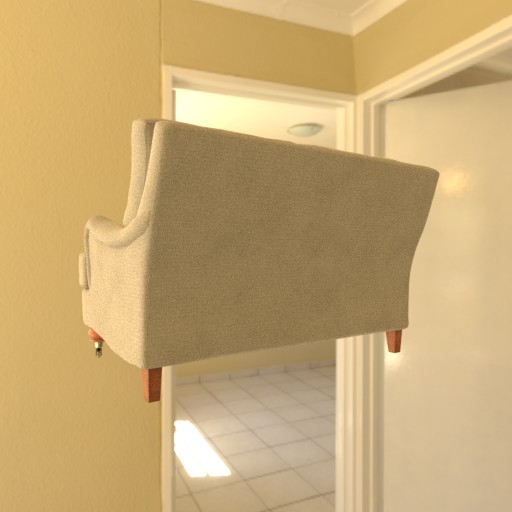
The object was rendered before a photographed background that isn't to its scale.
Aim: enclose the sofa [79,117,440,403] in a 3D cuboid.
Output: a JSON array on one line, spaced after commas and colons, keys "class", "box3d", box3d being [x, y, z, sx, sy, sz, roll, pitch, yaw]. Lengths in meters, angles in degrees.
[{"class": "sofa", "box3d": [0.000, 0.000, 2.173, 1.480, 0.999, 1.087, 0, 1, -34]}]
